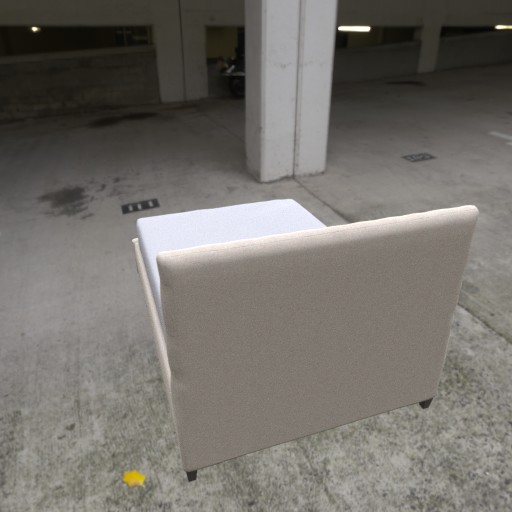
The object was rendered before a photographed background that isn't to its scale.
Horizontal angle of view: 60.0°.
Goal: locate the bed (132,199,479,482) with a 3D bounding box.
[{"bbox_3d":[0.000,0.000,3.371,1.698,1.427,2.387,-9,29,-17],"label":"bed"}]
